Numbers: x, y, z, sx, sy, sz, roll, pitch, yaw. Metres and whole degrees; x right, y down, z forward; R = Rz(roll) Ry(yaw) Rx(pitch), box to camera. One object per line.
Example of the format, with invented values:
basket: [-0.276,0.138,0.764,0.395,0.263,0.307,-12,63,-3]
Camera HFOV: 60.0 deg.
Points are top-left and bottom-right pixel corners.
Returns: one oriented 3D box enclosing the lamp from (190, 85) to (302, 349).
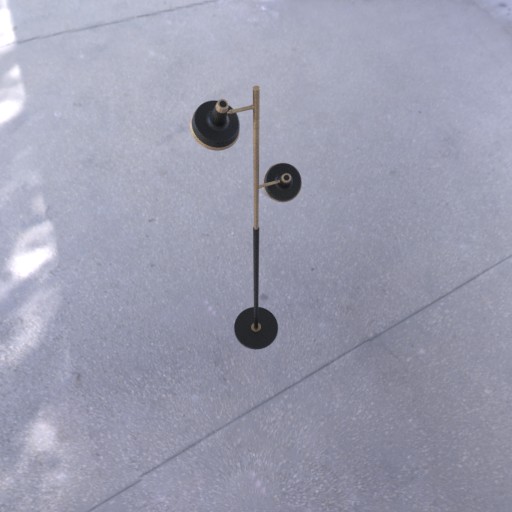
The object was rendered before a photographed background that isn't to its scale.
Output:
lamp: [0.000,0.000,1.825,0.351,1.674,0.253,-16,61,-9]
